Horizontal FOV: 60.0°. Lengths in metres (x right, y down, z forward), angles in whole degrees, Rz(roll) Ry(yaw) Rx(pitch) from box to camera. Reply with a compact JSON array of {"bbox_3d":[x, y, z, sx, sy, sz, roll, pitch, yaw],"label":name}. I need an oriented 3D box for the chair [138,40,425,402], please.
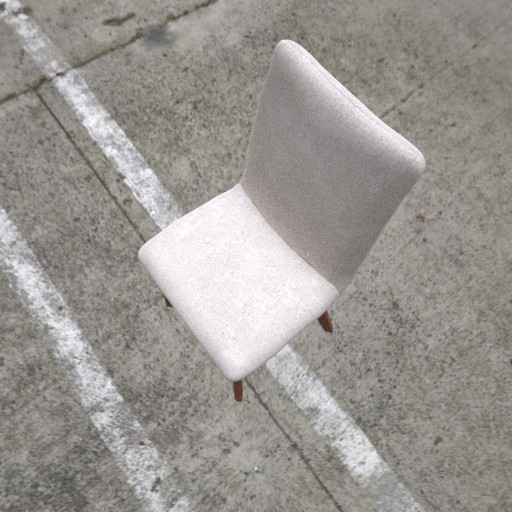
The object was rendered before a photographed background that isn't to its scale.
[{"bbox_3d":[0.000,0.000,1.322,0.563,0.974,0.522,-35,69,-15],"label":"chair"}]
